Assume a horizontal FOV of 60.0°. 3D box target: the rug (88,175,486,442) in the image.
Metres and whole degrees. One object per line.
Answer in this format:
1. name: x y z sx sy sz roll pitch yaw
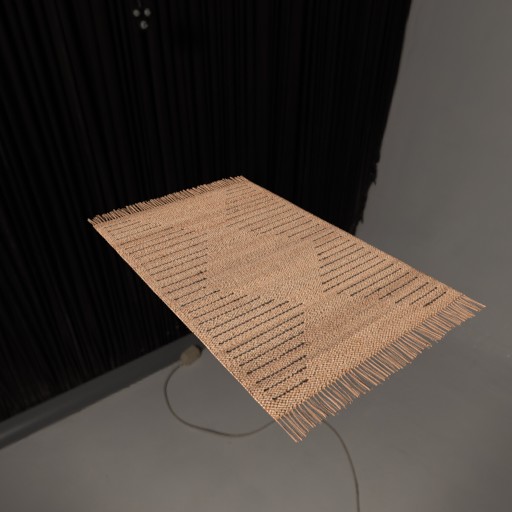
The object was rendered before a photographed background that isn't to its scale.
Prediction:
1. rug: 0.000 0.000 2.522 1.224 0.027 2.085 -22 39 -31
